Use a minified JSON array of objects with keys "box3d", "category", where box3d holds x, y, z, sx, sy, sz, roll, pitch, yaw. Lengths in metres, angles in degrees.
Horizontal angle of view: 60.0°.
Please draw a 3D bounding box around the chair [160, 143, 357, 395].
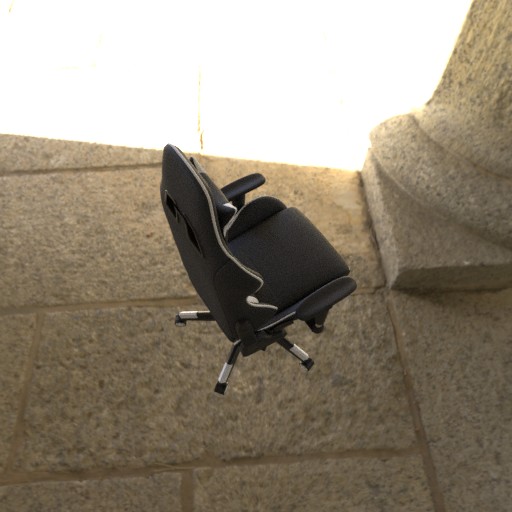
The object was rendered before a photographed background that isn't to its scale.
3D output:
[{"box3d":[0.000,0.000,1.683,0.700,1.240,0.700,-29,63,-17],"category":"chair"}]
